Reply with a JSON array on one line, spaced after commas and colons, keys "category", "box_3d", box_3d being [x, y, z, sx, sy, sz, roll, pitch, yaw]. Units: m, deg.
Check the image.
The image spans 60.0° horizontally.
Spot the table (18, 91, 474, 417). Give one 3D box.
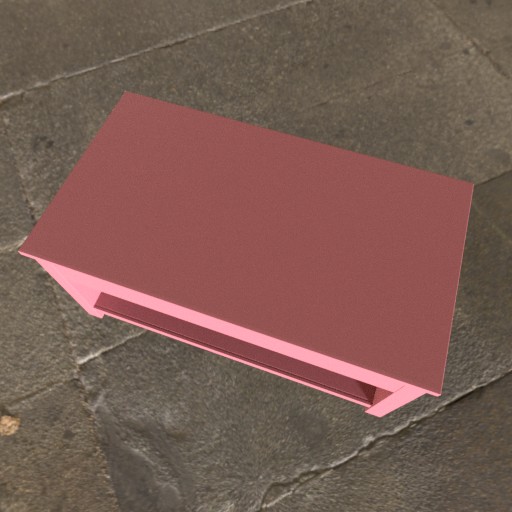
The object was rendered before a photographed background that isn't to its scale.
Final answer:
[{"category": "table", "box_3d": [0.000, 0.000, 1.396, 1.068, 0.493, 0.612, 17, 64, 9]}]
